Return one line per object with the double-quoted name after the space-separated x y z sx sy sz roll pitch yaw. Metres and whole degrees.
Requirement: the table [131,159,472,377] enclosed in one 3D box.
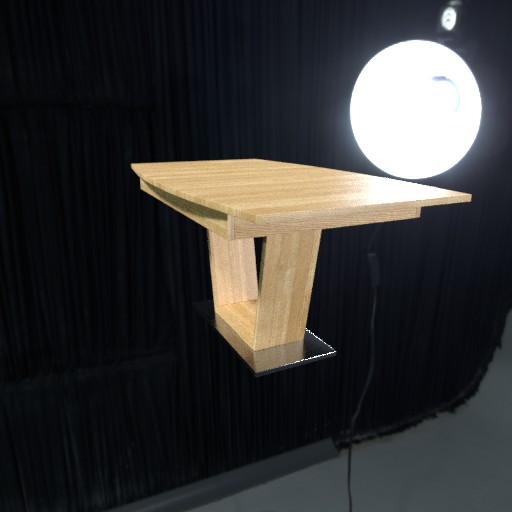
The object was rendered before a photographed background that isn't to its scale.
0.000 0.000 2.067 0.900 0.748 1.598 -8 19 -25 "table"
